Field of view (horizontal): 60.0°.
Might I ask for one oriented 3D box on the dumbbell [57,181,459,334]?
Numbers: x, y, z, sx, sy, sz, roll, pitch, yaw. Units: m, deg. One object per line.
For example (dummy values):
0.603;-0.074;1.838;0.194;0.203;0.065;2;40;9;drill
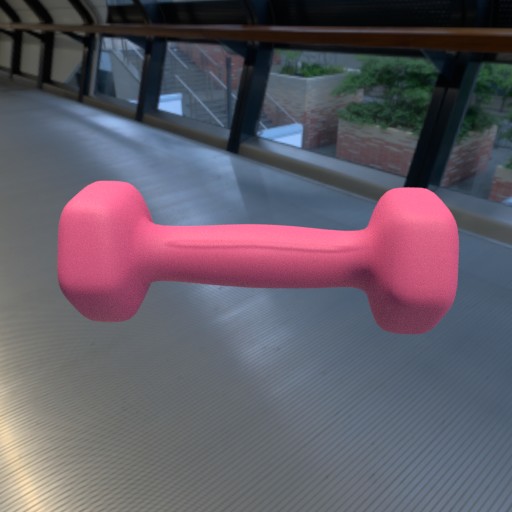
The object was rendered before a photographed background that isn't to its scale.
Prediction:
0.000;0.000;0.176;0.146;0.053;0.058;2;29;4;dumbbell
